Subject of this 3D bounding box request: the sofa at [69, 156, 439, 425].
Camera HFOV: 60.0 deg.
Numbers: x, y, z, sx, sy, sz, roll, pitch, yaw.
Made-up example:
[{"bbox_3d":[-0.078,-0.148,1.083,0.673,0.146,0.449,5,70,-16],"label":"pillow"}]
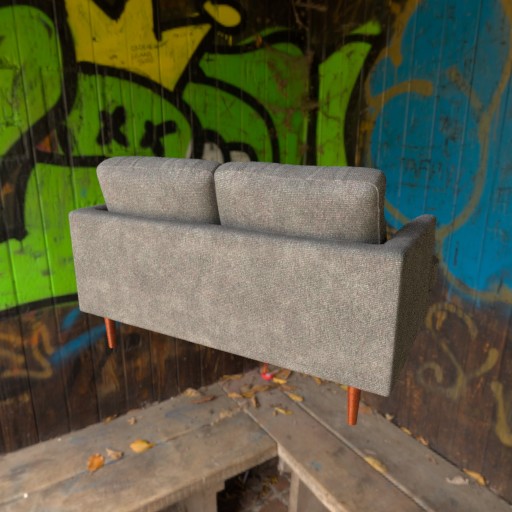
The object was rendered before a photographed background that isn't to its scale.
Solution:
[{"bbox_3d":[0.000,0.000,2.168,1.582,0.956,0.903,9,19,28],"label":"sofa"}]
